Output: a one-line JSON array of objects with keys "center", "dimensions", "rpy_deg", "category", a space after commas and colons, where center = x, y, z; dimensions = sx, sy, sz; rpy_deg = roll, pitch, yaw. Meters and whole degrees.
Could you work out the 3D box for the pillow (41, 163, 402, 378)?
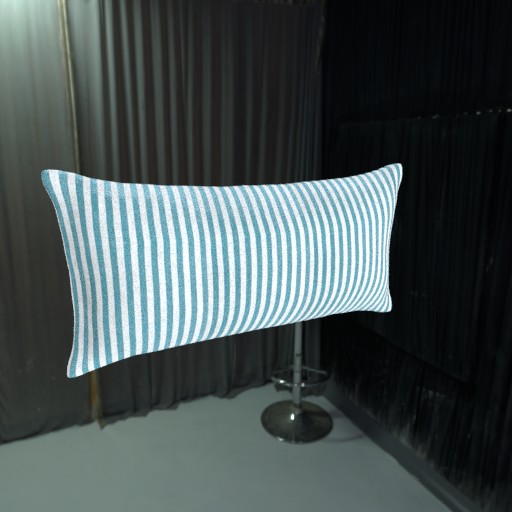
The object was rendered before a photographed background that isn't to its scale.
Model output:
[{"center": [0.000, 0.000, 0.737], "dimensions": [0.617, 0.295, 0.151], "rpy_deg": [-7, 15, -26], "category": "pillow"}]
